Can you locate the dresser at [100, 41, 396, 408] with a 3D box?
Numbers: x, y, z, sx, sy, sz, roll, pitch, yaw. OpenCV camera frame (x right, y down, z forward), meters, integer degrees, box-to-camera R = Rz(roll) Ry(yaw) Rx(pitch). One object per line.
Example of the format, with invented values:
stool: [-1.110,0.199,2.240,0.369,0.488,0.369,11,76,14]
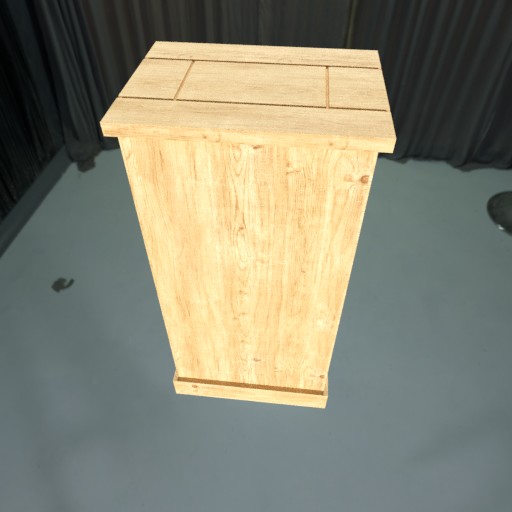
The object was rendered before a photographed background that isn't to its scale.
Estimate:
dresser: [0.000,0.000,1.297,0.531,1.041,0.390,4,46,4]
